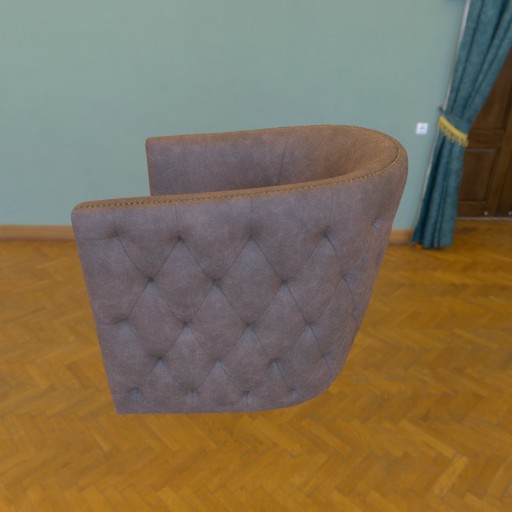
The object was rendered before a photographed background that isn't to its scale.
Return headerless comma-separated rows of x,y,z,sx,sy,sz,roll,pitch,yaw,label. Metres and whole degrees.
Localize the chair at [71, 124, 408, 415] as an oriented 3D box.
0.000,0.000,1.511,0.870,0.790,0.850,0,26,0,chair
